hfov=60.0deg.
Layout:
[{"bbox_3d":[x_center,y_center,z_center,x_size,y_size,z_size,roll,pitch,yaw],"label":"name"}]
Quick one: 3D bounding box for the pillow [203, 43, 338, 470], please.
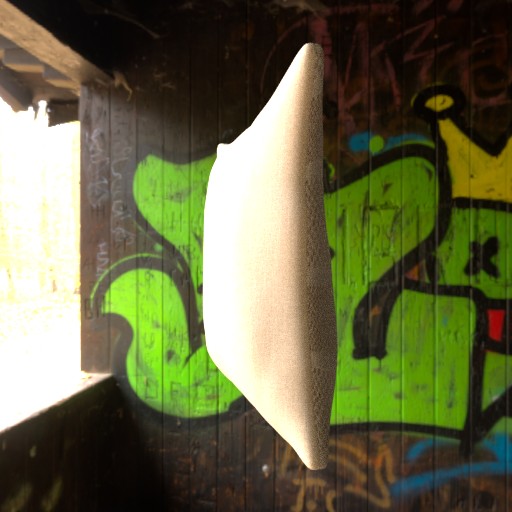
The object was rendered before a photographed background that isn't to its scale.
[{"bbox_3d":[0.000,0.000,0.653,0.138,0.432,0.436,0,0,-17],"label":"pillow"}]
